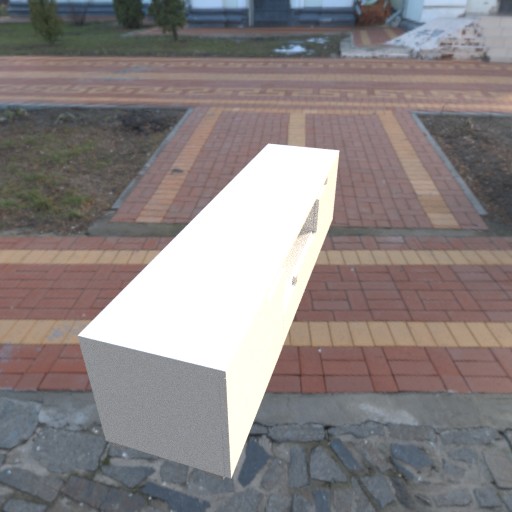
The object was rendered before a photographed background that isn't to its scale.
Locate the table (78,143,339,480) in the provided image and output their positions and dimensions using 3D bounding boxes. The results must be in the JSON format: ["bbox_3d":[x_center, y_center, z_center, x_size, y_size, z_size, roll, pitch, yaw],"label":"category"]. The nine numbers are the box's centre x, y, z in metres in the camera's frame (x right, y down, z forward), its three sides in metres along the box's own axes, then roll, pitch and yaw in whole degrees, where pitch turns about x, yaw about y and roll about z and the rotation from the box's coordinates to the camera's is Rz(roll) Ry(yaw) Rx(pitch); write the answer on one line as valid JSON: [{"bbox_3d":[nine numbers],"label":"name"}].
[{"bbox_3d":[0.000,0.000,1.817,0.390,0.420,1.650,9,32,15],"label":"table"}]
